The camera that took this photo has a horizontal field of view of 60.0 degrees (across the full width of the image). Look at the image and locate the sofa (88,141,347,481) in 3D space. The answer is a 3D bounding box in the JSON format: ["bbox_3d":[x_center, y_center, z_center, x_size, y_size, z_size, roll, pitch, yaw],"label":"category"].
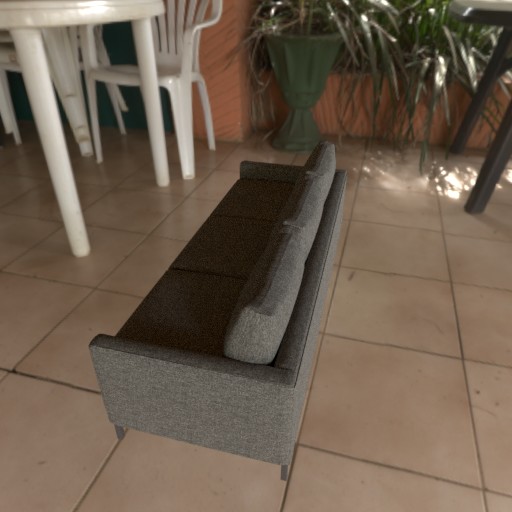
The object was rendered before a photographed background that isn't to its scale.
[{"bbox_3d":[0.000,0.000,2.696,0.876,0.879,2.253,8,33,13],"label":"sofa"}]
